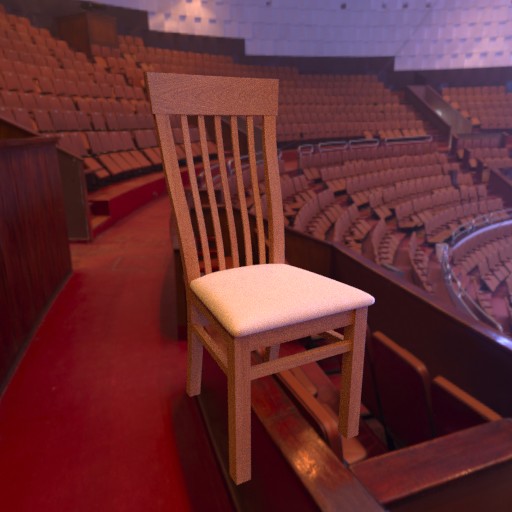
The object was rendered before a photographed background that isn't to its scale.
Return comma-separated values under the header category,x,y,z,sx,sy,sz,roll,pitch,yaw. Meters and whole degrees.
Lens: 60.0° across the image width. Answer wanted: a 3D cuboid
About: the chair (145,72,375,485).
category,x,y,z,sx,sy,sz,roll,pitch,yaw
chair,0.000,0.000,1.329,0.450,1.050,0.580,-9,19,-27
